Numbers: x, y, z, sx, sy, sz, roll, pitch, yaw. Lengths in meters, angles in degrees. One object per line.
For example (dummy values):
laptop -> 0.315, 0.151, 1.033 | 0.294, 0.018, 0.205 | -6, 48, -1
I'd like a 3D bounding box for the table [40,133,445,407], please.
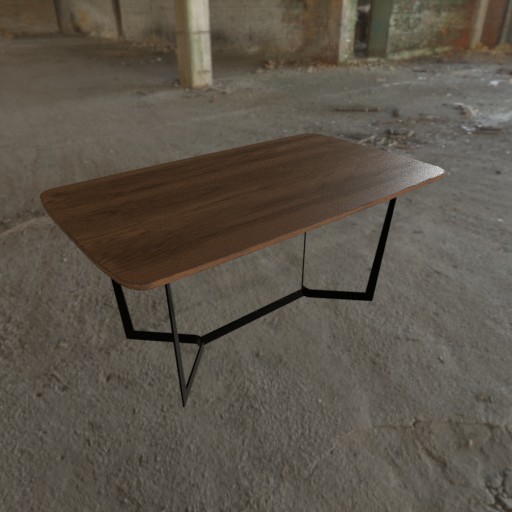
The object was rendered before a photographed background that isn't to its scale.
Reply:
table -> 0.000, 0.000, 2.147 | 1.643, 0.765, 0.949 | -21, 36, -33
